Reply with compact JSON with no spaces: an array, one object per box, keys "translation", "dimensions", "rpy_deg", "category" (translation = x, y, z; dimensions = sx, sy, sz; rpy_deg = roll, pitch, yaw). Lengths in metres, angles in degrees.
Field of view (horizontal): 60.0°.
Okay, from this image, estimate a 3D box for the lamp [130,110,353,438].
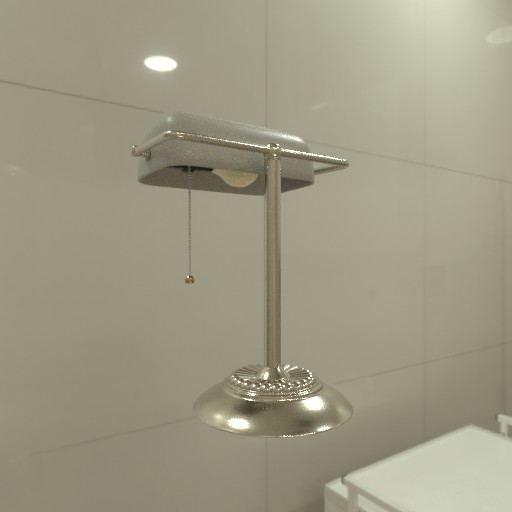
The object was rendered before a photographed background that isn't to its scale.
[{"translation":[0.000,0.000,0.528],"dimensions":[0.264,0.339,0.243],"rpy_deg":[0,0,-36],"category":"lamp"}]
